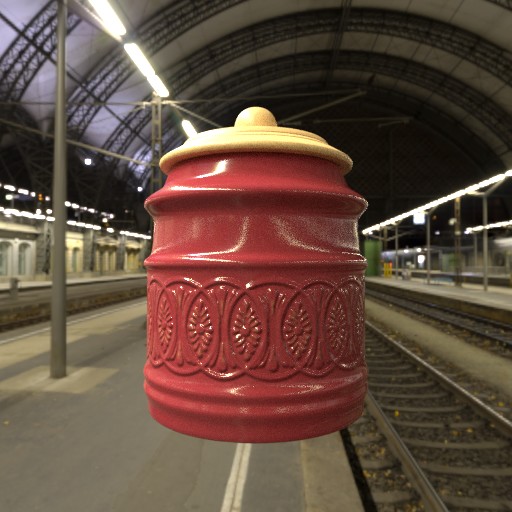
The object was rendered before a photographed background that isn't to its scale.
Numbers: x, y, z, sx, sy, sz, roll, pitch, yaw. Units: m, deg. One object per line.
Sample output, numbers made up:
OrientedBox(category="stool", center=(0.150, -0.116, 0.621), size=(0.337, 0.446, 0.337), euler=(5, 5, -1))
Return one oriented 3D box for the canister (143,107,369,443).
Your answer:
OrientedBox(category="canister", center=(0.000, 0.000, 0.264), size=(0.130, 0.176, 0.130), euler=(0, -1, 0))
